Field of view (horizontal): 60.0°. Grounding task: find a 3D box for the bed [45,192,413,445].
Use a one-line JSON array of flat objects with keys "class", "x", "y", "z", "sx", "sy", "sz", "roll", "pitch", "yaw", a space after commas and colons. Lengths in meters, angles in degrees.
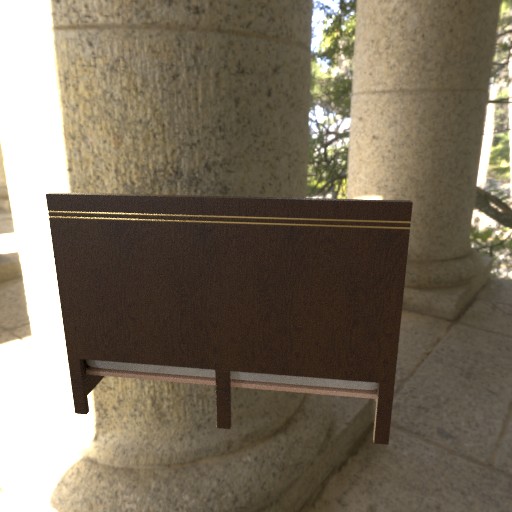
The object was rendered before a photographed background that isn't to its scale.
[{"class": "bed", "x": 0.000, "y": 0.000, "z": 3.123, "sx": 1.613, "sy": 1.169, "sz": 2.221, "roll": 2, "pitch": 17, "yaw": 8}]
